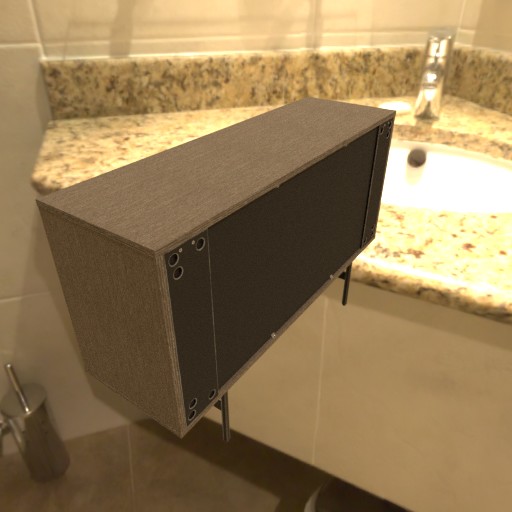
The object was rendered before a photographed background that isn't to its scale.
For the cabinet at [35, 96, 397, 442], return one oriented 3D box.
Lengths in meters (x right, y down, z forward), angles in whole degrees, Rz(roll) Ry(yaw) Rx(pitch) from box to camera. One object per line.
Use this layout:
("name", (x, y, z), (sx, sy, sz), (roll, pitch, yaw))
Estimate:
("cabinet", (0.000, 0.000, 1.511), (0.405, 0.787, 1.194), (21, 38, 29))
